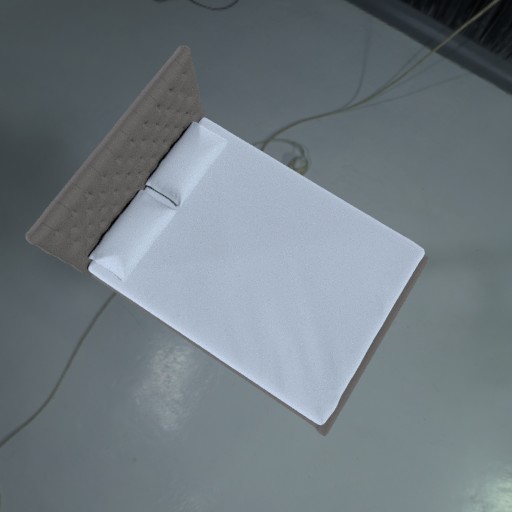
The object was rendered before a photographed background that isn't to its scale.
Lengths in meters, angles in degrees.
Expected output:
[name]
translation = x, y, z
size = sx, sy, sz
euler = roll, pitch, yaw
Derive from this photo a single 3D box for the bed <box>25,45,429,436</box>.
[bed]
translation = 0.000, 0.000, 3.425
size = 2.387, 1.427, 1.698
euler = 33, 78, 8
